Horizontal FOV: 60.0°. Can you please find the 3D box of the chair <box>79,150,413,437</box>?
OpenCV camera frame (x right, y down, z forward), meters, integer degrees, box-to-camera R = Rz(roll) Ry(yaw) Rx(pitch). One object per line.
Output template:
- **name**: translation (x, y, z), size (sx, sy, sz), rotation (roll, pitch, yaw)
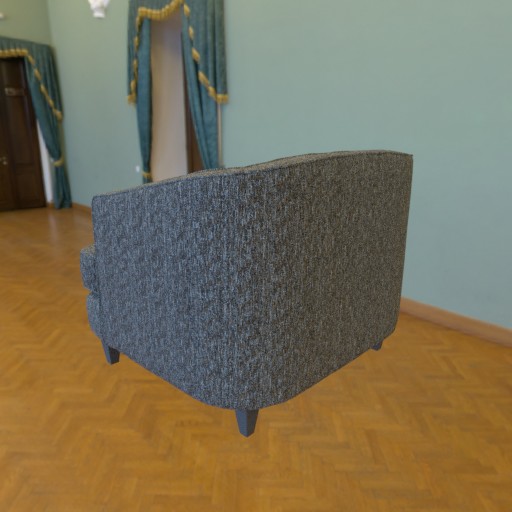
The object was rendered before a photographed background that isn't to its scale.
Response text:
- **chair**: translation (0.000, 0.000, 1.784), size (0.941, 0.852, 1.104), rotation (16, 22, 43)
